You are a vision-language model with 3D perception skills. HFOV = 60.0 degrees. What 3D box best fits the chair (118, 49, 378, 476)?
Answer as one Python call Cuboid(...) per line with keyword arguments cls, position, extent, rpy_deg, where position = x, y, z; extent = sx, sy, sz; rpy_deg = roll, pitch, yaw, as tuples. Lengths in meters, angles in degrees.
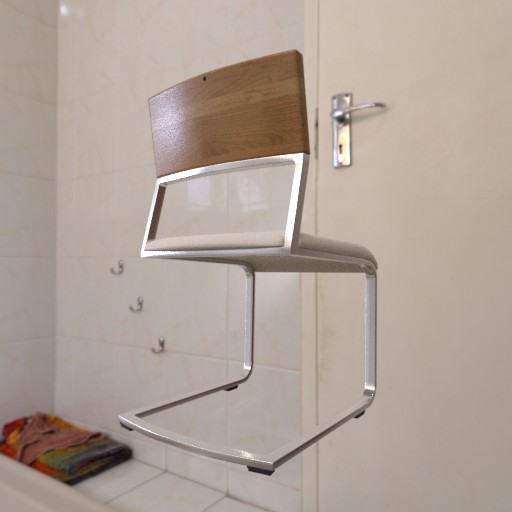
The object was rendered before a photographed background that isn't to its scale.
Cuboid(cls="chair", position=(0.000, 0.000, 1.183), extent=(0.467, 0.844, 0.585), rpy_deg=(-1, -2, 36))
